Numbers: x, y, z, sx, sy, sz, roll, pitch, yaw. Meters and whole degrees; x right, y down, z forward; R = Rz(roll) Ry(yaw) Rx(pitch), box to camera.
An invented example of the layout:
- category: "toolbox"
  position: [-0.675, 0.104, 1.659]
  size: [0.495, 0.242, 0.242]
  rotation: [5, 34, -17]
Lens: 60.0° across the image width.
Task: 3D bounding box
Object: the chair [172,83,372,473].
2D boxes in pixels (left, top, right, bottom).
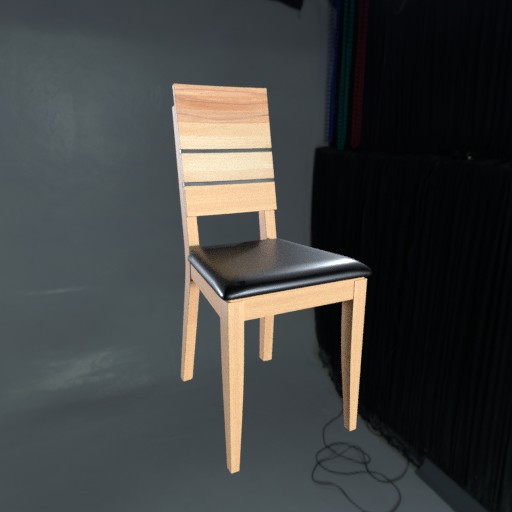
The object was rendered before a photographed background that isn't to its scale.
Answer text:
- category: "chair"
  position: [0.000, 0.000, 1.251]
  size: [0.410, 0.940, 0.520]
  rotation: [-8, 17, -26]
